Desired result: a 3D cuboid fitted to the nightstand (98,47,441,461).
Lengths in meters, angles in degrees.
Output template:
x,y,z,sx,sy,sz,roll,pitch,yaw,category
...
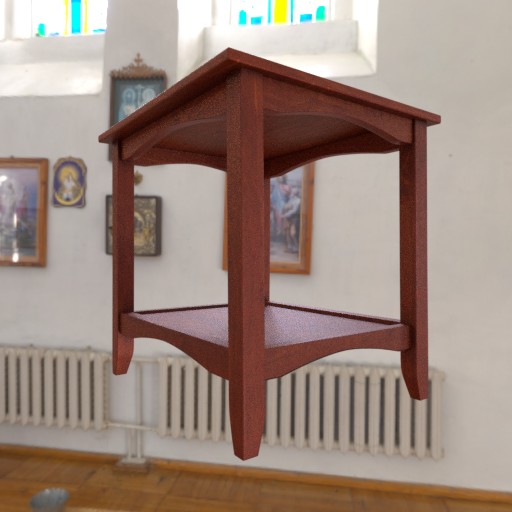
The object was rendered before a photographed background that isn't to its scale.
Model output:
x,y,z,sx,sy,sz,roll,pitch,yaw,category
0.000,0.000,0.957,0.501,0.558,0.558,0,1,-36,nightstand
